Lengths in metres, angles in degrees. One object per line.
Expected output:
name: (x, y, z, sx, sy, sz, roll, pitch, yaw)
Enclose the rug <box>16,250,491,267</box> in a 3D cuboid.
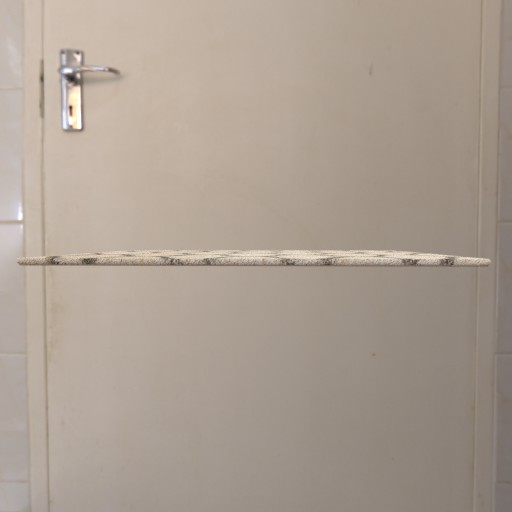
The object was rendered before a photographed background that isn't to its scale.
rug: (0.000, 0.000, 2.074, 1.600, 0.025, 1.200, 0, 2, 3)
